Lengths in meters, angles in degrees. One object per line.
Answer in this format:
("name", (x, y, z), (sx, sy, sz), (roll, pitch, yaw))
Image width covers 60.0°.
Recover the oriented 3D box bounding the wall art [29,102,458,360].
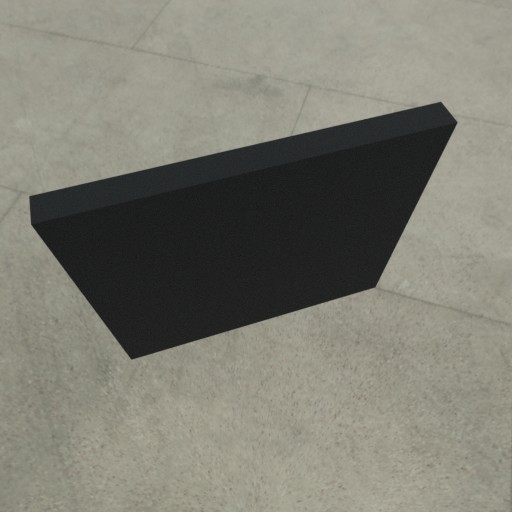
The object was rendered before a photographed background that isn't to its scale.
("wall art", (0.000, 0.000, 0.527), (0.381, 0.330, 0.031), (-15, 60, -9))
